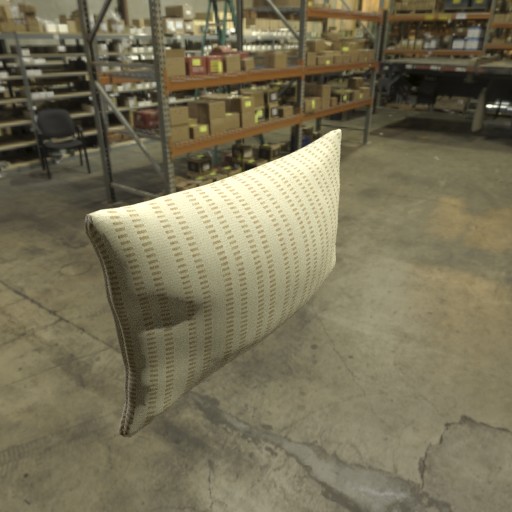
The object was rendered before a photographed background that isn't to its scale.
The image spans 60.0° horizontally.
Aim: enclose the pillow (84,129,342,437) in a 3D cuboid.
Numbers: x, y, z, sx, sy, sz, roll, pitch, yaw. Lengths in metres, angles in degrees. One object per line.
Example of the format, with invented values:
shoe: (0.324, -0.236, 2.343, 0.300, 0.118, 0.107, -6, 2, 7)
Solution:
pillow: (0.000, 0.000, 0.798, 0.210, 0.353, 0.640, 18, 32, 32)
